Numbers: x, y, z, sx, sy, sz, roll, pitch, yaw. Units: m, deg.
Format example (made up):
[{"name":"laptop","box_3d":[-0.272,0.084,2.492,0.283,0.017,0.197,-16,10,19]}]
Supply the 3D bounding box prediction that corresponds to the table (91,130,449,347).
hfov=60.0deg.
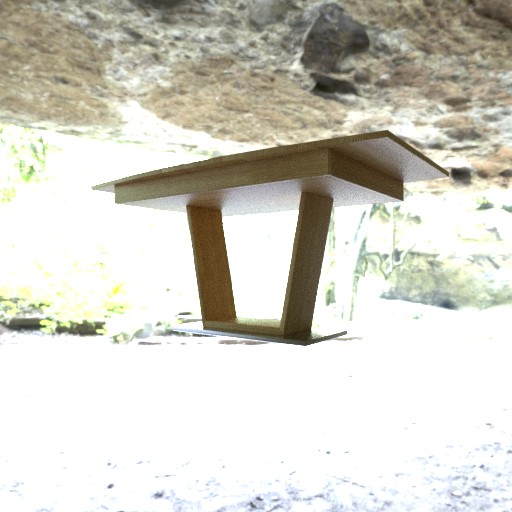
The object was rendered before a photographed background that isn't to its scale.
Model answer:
[{"name":"table","box_3d":[0.000,0.000,2.158,1.598,0.748,0.900,-1,-2,37]}]
